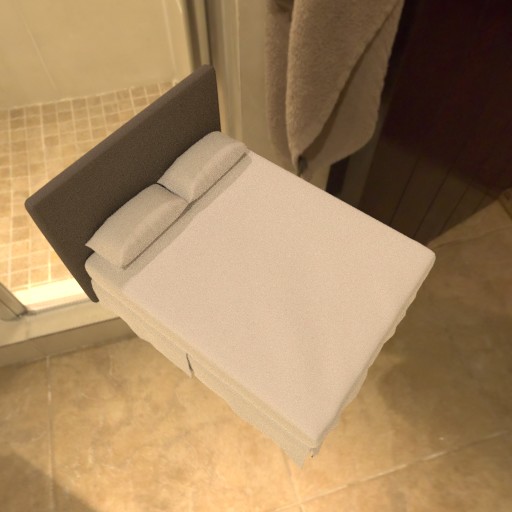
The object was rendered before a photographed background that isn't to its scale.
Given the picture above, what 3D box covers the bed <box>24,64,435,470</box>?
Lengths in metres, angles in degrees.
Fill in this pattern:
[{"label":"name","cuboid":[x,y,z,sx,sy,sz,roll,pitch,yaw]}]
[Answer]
[{"label":"bed","cuboid":[0.000,0.000,3.121,2.142,1.330,1.723,33,64,19]}]
